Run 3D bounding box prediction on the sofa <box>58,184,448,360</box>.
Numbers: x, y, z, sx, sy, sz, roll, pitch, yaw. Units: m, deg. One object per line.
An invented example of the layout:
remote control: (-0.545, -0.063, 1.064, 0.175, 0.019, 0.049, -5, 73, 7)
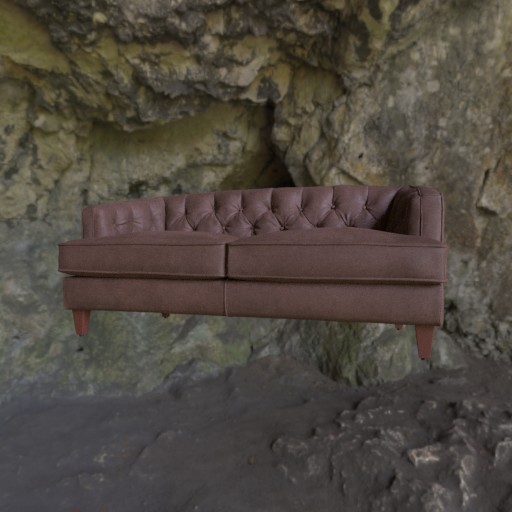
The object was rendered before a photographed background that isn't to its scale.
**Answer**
sofa: (0.000, 0.000, 2.285, 1.767, 0.799, 0.917, 0, 0, 18)
